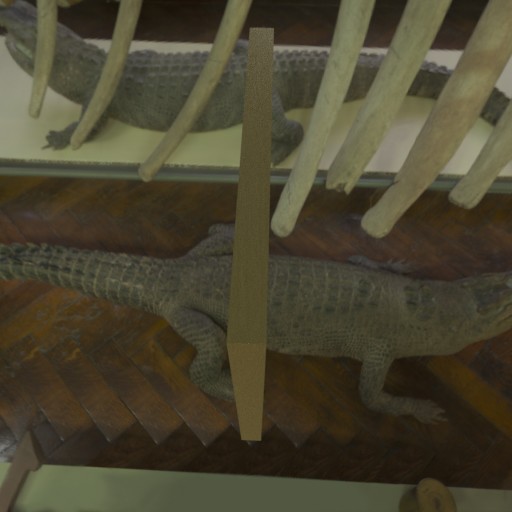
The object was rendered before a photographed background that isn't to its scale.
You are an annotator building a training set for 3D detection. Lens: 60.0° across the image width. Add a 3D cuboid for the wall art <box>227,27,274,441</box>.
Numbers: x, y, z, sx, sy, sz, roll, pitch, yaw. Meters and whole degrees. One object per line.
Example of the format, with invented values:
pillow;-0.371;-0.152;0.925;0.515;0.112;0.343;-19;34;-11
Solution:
wall art;0.000;0.000;0.763;0.037;0.509;0.510;2;58;1
